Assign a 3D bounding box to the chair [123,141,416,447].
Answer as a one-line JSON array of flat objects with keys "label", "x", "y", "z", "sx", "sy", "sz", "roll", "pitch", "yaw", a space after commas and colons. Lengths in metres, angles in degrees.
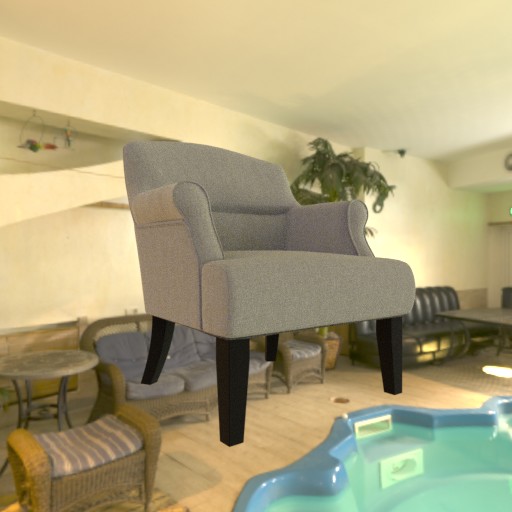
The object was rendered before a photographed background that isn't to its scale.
[{"label": "chair", "x": 0.000, "y": 0.000, "z": 1.490, "sx": 0.772, "sy": 0.880, "sz": 0.755, "roll": 0, "pitch": 0, "yaw": -37}]
